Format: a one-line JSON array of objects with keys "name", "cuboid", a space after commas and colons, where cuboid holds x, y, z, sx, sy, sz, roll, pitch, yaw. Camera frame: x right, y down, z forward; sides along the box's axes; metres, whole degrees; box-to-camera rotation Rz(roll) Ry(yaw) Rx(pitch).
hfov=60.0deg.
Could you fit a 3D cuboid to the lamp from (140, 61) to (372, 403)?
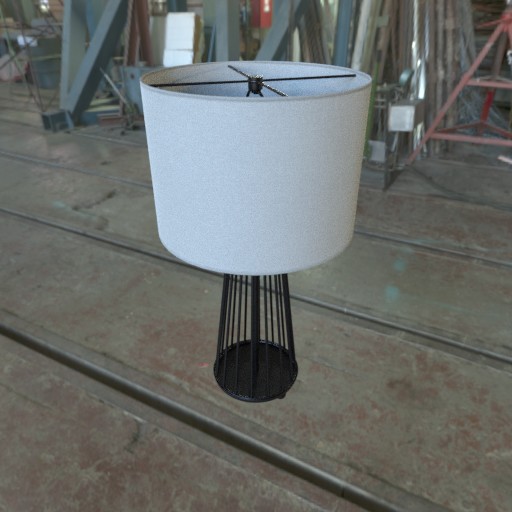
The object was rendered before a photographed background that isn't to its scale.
[{"name": "lamp", "cuboid": [0.000, 0.000, 0.777, 0.322, 0.593, 0.322, -9, 32, -15]}]
